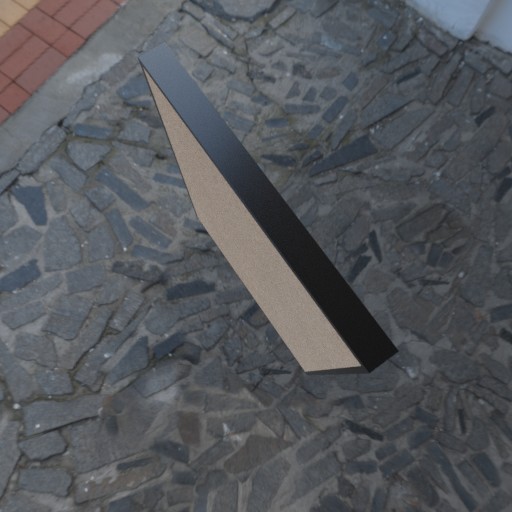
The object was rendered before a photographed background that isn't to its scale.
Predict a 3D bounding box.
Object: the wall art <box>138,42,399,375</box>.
[{"bbox_3d":[0.000,0.000,0.753,0.038,0.551,0.448,-34,77,-9],"label":"wall art"}]
